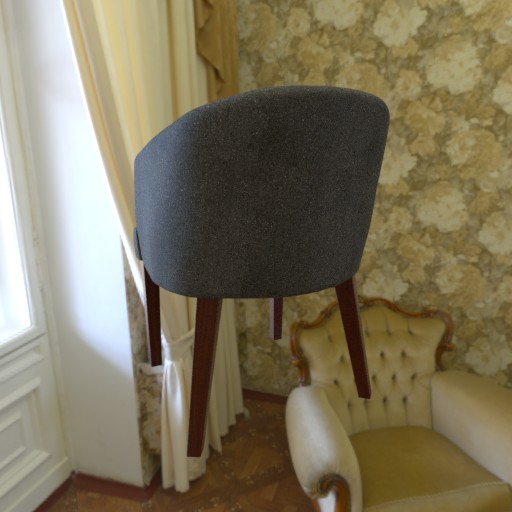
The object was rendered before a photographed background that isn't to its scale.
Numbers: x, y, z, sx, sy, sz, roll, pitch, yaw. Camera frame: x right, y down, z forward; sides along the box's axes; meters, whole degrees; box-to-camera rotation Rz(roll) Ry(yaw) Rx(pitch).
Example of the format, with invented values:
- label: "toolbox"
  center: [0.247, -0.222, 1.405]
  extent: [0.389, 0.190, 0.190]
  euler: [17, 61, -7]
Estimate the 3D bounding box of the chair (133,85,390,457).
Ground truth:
- label: "chair"
  center: [0.000, 0.000, 1.209]
  extent: [0.583, 0.811, 0.655]
  euler: [-7, 16, -26]
